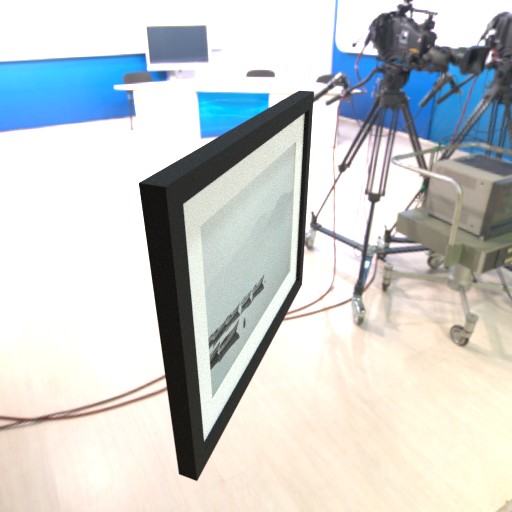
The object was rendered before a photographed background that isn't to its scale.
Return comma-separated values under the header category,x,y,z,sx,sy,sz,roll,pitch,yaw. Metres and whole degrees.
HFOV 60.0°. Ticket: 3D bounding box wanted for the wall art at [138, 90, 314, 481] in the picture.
category,x,y,z,sx,sy,sz,roll,pitch,yaw
wall art,0.000,0.000,0.762,0.030,0.454,0.554,11,32,18
